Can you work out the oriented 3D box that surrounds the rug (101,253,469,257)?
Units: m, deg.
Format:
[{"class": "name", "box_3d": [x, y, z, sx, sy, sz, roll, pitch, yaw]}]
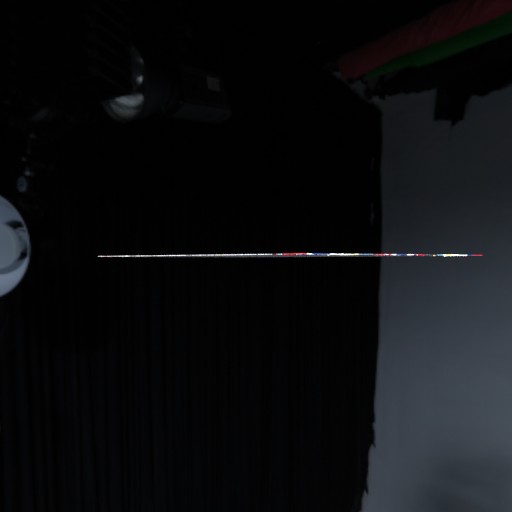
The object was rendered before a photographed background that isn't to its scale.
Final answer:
[{"class": "rug", "box_3d": [0.000, 0.000, 3.079, 1.465, 0.012, 2.465, 0, 0, -36]}]
